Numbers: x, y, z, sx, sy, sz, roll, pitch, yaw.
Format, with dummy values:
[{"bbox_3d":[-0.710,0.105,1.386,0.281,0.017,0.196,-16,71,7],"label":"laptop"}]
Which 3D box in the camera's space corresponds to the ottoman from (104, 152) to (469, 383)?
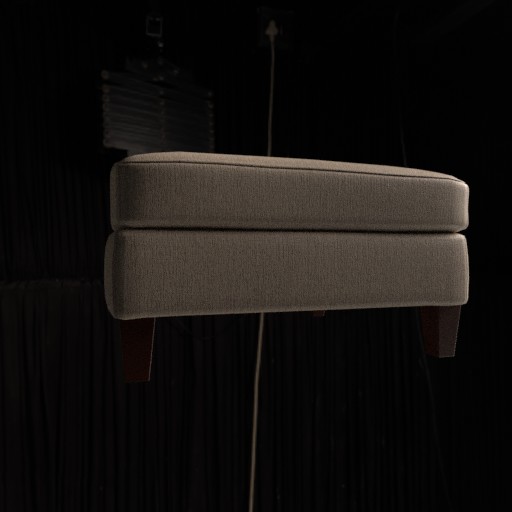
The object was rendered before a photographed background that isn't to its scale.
[{"bbox_3d":[0.000,0.000,1.326,0.838,0.481,0.838,0,0,-17],"label":"ottoman"}]
